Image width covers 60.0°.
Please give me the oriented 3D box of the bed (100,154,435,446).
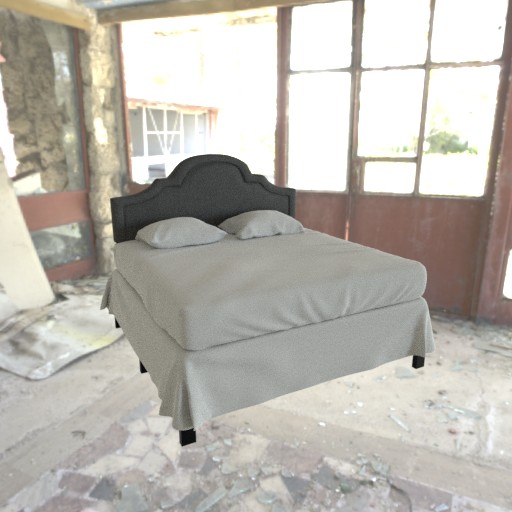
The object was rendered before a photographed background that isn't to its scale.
[{"bbox_3d":[0.000,0.000,3.752,2.303,1.631,2.222,-8,17,-27],"label":"bed"}]
